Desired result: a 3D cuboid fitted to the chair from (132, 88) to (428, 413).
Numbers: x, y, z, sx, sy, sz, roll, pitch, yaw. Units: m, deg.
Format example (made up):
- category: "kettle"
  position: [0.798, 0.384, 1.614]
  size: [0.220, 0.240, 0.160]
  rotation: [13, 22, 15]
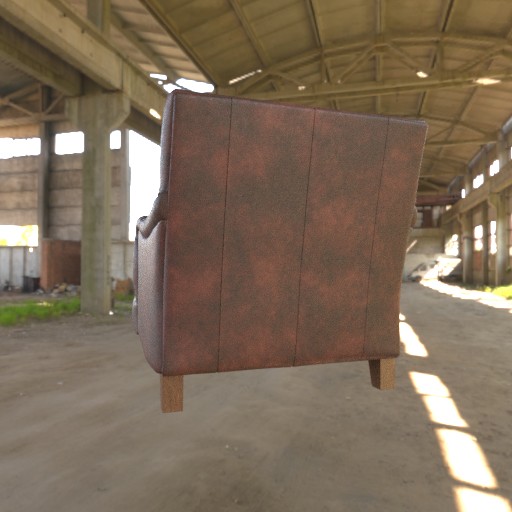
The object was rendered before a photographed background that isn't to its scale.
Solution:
- category: "chair"
  position: [0.000, 0.000, 1.918]
  size: [0.987, 1.051, 1.156]
  rotation: [0, -1, -19]
